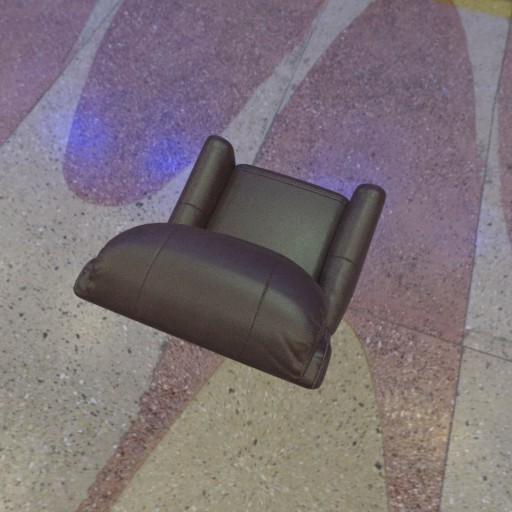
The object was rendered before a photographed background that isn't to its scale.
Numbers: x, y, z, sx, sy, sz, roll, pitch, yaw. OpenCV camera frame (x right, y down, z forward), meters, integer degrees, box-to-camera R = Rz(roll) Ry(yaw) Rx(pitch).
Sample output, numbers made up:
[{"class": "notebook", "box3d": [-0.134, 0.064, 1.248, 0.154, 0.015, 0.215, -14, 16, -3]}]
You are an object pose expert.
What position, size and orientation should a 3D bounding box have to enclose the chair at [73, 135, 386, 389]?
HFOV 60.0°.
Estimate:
[{"class": "chair", "box3d": [0.000, 0.000, 1.795, 0.838, 1.054, 1.014, 20, 65, 9]}]
